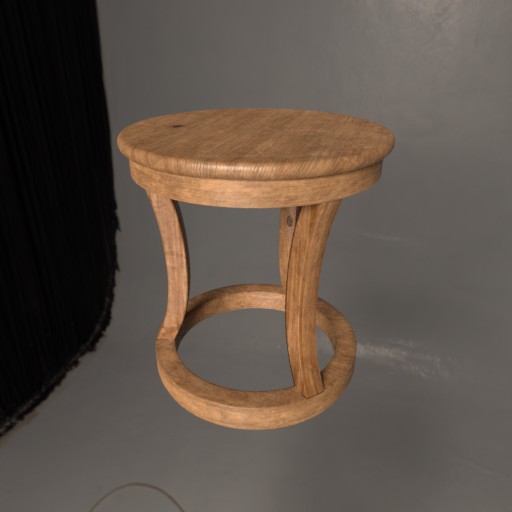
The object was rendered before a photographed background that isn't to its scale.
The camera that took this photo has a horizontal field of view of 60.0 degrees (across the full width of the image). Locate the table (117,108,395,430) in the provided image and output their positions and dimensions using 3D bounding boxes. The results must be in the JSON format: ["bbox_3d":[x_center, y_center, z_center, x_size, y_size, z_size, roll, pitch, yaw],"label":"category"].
[{"bbox_3d":[0.000,0.000,0.816,0.432,0.460,0.432,0,27,0],"label":"table"}]
